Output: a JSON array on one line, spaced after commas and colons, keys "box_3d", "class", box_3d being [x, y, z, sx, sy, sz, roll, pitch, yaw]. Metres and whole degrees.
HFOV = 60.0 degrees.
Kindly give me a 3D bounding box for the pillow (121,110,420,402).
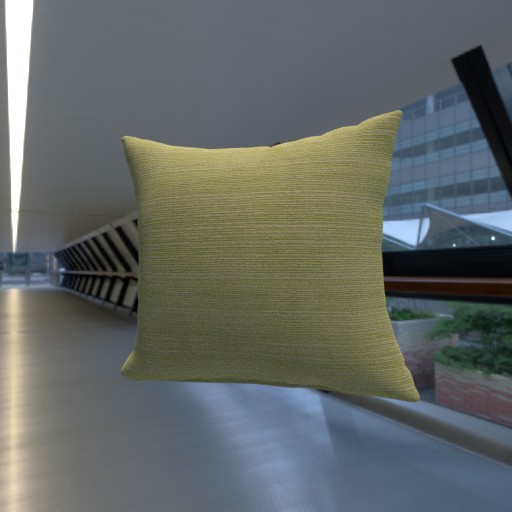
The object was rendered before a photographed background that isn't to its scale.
[{"box_3d": [0.000, 0.000, 0.809, 0.560, 0.487, 0.229, 0, -1, 16], "class": "pillow"}]
